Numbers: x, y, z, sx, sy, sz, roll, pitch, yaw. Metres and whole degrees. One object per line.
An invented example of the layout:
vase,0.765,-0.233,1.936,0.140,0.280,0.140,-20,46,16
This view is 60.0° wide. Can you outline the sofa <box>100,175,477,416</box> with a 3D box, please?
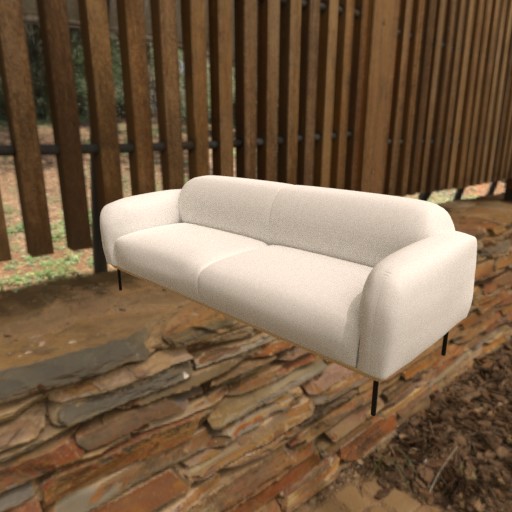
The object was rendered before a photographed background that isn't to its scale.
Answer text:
sofa,0.000,0.000,2.599,2.257,0.780,0.880,16,22,42
